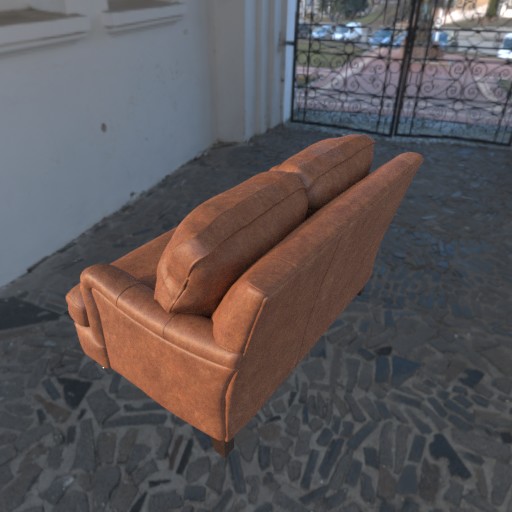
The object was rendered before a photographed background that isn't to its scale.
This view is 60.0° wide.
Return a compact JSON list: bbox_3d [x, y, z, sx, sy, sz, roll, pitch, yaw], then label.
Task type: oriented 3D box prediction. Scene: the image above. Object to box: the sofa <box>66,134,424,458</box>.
[{"bbox_3d":[0.000,0.000,2.208,1.077,1.004,1.527,21,38,29],"label":"sofa"}]
